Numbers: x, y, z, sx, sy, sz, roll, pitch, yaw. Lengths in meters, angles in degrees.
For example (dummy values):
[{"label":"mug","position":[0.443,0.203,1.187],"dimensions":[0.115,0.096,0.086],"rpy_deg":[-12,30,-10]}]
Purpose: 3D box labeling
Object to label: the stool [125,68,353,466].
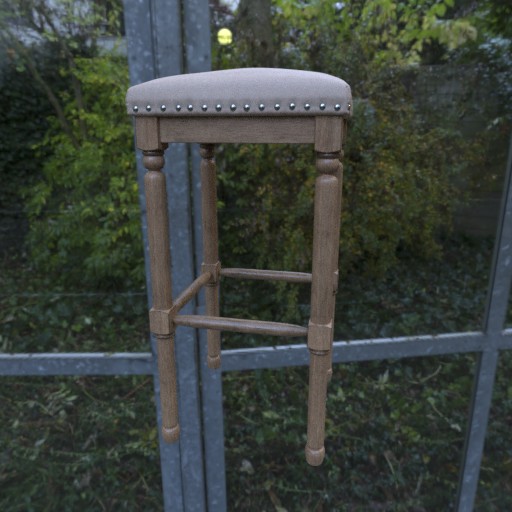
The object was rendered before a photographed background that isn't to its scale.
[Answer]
[{"label":"stool","position":[0.000,0.000,0.986],"dimensions":[0.382,0.768,0.383],"rpy_deg":[3,17,12]}]
